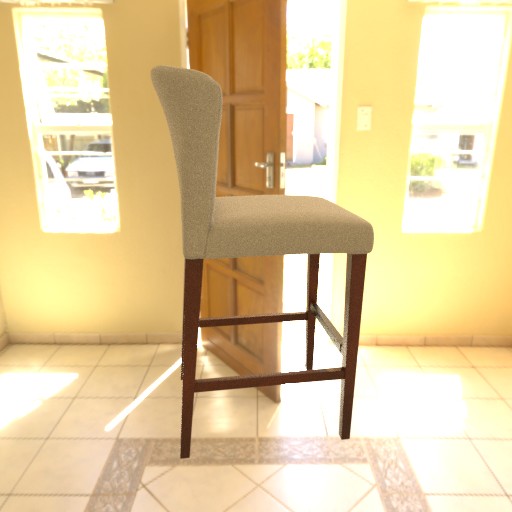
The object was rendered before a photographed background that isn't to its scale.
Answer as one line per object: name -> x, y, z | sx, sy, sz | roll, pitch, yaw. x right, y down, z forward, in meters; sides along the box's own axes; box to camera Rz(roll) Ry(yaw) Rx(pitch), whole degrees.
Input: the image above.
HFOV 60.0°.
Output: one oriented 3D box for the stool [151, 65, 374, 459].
stool -> 0.000, 0.000, 1.372 | 0.568, 1.069, 0.479 | -3, 17, -9
